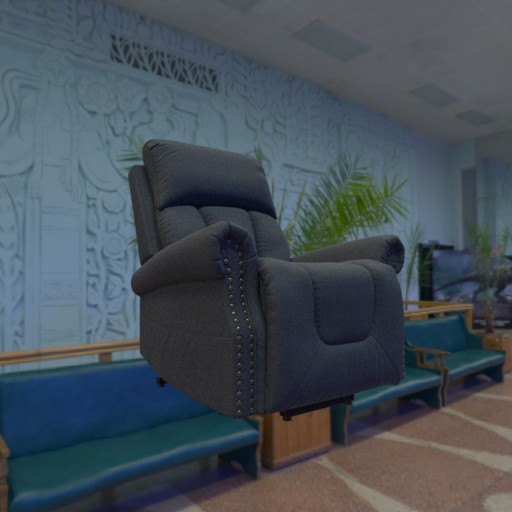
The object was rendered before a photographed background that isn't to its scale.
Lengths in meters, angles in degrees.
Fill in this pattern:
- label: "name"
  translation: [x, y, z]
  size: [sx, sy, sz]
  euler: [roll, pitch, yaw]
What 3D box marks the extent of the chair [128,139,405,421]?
- label: "chair"
  translation: [0.000, 0.000, 1.734]
  size: [0.871, 1.031, 0.979]
  euler: [1, -2, -37]
